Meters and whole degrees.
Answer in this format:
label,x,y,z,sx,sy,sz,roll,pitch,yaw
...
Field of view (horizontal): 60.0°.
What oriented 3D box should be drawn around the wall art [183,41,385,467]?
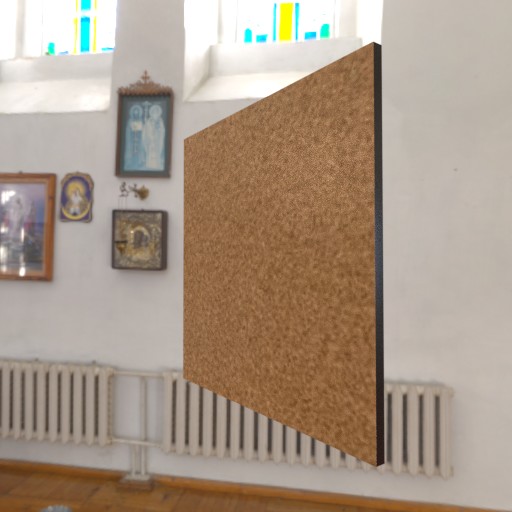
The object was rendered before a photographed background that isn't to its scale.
label,x,y,z,sx,sy,sz,roll,pitch,yaw
wall art,0.000,0.000,0.648,0.014,0.445,0.446,1,-1,-36
